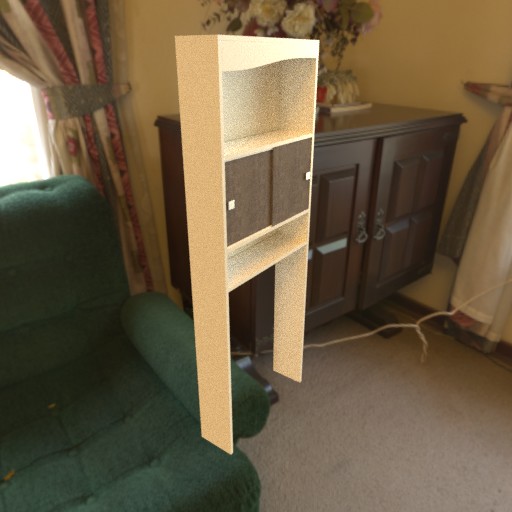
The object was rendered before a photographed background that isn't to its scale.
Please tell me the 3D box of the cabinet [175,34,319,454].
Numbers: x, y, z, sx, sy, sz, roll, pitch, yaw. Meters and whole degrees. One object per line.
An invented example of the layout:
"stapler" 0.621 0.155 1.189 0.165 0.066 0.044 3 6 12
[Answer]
"cabinet" 0.000 0.000 2.007 0.192 1.770 0.643 17 29 33
